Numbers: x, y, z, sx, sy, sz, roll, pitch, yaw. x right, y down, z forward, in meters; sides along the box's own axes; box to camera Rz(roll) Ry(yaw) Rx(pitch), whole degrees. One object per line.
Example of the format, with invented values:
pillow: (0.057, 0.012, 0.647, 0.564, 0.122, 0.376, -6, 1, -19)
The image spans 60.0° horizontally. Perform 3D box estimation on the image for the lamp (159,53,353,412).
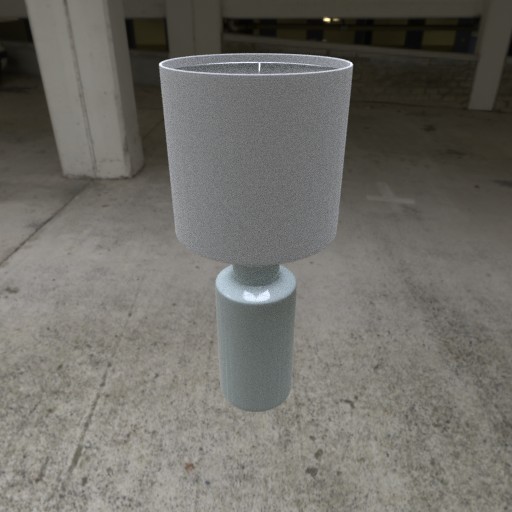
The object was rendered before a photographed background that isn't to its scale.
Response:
lamp: (0.000, 0.000, 0.612, 0.212, 0.493, 0.212, 1, 29, 2)
